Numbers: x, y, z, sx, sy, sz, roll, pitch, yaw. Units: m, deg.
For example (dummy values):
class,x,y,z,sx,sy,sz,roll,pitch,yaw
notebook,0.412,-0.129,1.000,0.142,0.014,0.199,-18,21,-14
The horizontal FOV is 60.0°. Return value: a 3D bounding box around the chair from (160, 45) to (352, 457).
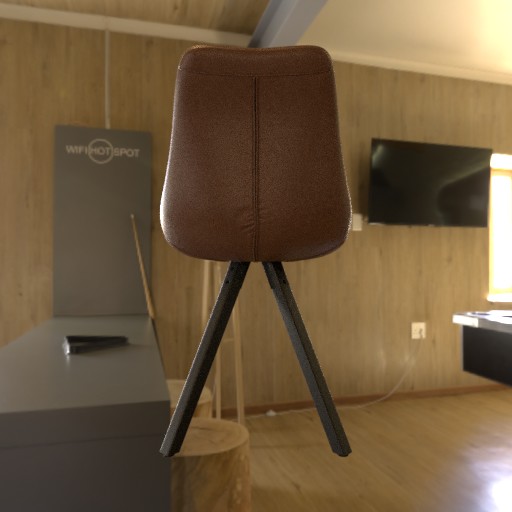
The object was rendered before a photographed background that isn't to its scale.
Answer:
class,x,y,z,sx,sy,sz,roll,pitch,yaw
chair,0.000,0.000,1.150,0.475,0.850,0.550,0,0,0
